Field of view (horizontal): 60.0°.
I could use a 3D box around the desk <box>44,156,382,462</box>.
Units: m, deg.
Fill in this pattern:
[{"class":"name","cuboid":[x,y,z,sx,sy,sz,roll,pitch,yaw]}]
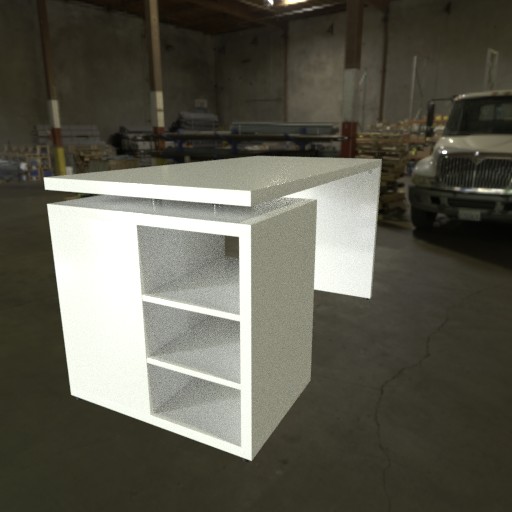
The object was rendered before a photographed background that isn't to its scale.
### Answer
[{"class":"desk","cuboid":[0.000,0.000,1.854,0.690,0.740,1.400,8,17,26]}]
